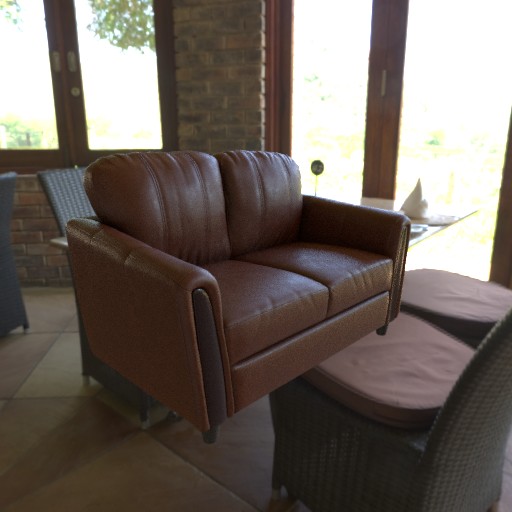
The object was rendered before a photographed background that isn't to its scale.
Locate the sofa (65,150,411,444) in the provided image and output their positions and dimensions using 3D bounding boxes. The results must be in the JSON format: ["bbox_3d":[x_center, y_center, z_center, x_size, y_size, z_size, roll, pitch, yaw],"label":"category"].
[{"bbox_3d":[0.000,0.000,1.967,0.805,0.906,1.406,14,20,42],"label":"sofa"}]
